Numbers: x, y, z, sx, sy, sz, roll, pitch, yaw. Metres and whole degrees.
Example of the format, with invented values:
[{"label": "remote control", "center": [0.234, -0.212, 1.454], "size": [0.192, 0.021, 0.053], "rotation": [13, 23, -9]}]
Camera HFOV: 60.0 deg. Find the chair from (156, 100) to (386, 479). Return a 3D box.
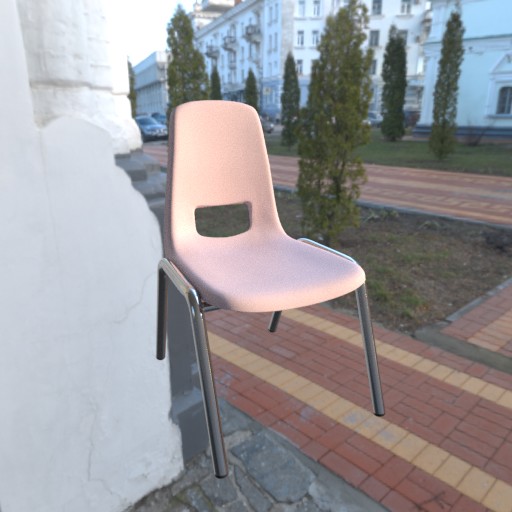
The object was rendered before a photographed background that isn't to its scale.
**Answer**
[{"label": "chair", "center": [0.000, 0.000, 0.869], "size": [0.354, 0.586, 0.423], "rotation": [-9, 20, -26]}]
